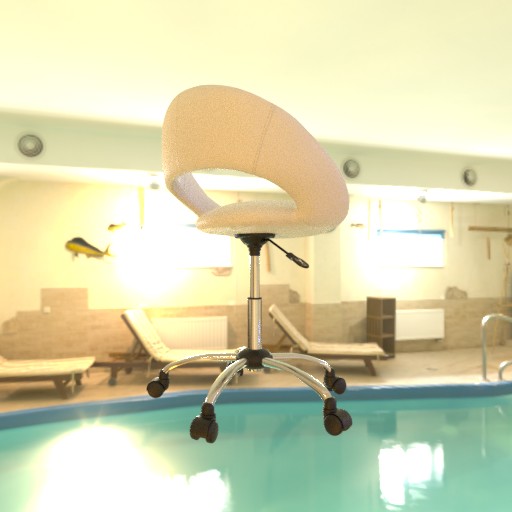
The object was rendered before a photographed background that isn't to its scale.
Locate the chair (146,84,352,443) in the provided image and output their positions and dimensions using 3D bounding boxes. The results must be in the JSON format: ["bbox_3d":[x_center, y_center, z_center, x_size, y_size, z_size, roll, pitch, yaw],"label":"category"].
[{"bbox_3d":[0.000,0.000,1.199,0.538,0.791,0.612,1,-1,-36],"label":"chair"}]
